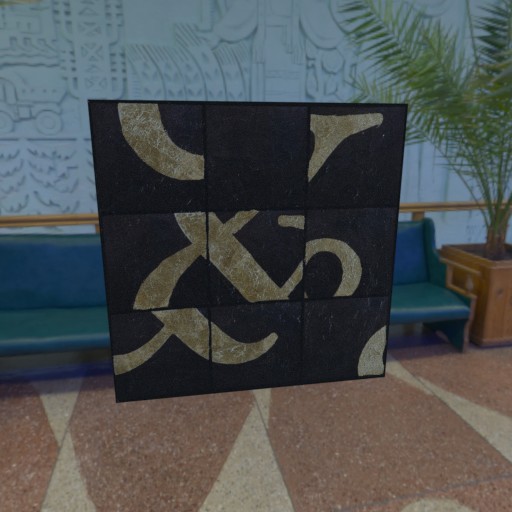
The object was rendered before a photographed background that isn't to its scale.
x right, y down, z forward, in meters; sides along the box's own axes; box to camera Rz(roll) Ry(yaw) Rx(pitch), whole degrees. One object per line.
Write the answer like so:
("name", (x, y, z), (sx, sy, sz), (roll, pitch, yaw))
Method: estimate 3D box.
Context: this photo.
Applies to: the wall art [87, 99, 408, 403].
("wall art", (0.000, 0.000, 1.154), (0.758, 0.758, 0.044), (-3, 15, -10))
